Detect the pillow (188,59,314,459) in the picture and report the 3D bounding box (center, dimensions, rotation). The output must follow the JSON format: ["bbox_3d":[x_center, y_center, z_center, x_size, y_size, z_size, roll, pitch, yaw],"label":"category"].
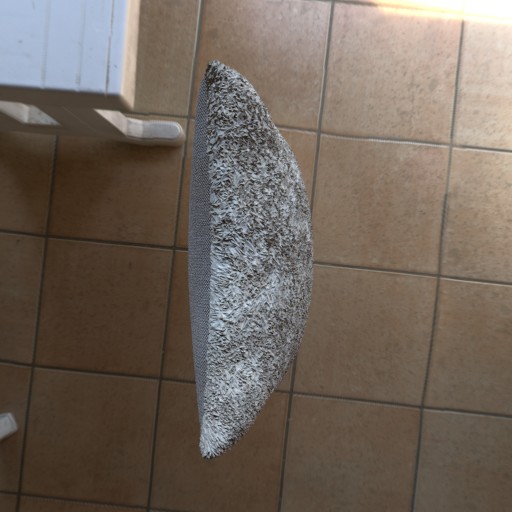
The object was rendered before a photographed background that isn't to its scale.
[{"bbox_3d":[0.000,0.000,0.813,0.218,0.515,0.529,0,90,1],"label":"pillow"}]
